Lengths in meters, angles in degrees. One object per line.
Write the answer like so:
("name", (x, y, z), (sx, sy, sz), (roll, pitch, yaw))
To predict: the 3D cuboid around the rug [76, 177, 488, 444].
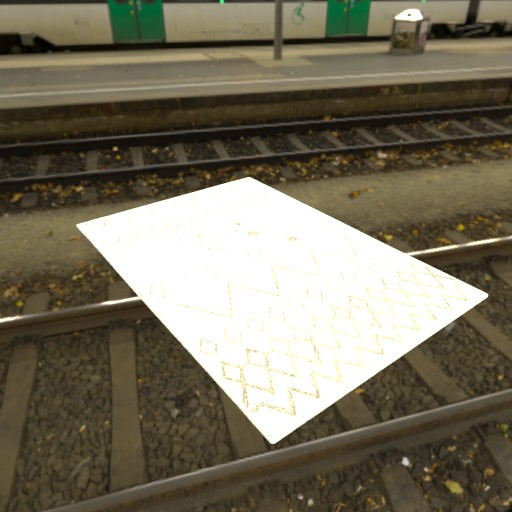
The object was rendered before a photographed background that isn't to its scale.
("rug", (0.000, 0.000, 2.294), (1.260, 0.009, 1.820), (-22, 37, -31))
